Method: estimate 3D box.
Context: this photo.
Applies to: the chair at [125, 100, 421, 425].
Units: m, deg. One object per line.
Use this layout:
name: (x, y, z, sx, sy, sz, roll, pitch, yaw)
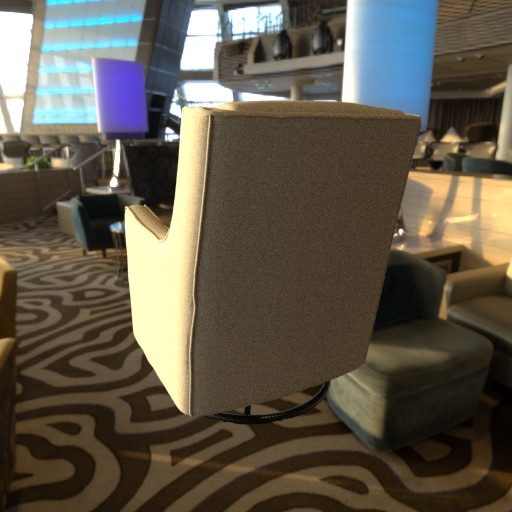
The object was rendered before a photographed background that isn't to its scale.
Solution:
chair: (0.000, 0.000, 1.561, 0.732, 0.993, 0.879, -8, 17, -27)
